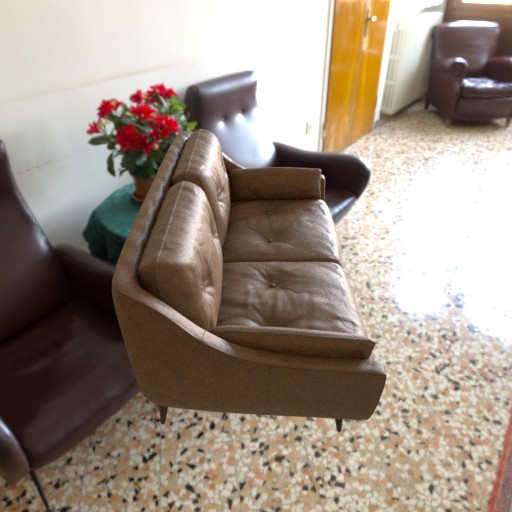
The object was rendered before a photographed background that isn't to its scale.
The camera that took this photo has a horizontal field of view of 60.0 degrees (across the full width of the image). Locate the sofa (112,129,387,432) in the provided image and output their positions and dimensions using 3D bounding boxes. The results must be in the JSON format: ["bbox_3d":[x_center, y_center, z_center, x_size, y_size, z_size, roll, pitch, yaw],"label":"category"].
[{"bbox_3d":[0.000,0.000,2.287,0.981,0.886,1.731,0,33,0],"label":"sofa"}]
